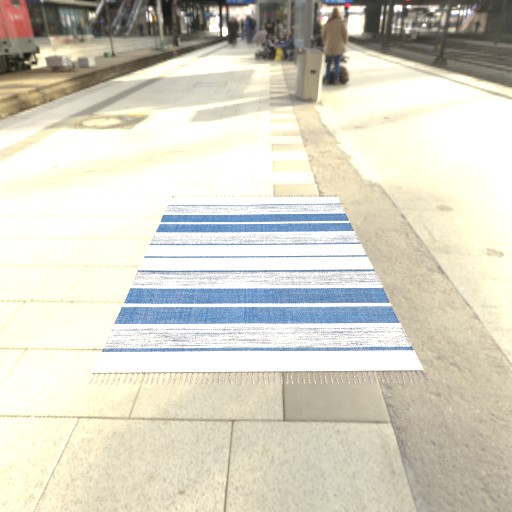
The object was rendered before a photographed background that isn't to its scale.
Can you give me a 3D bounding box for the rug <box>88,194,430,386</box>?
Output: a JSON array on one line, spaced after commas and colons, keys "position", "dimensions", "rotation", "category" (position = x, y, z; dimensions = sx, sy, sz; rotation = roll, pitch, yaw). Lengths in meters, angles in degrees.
[{"position": [0.000, 0.000, 3.043], "dimensions": [1.532, 0.010, 2.441], "rotation": [0, 28, -1], "category": "rug"}]
